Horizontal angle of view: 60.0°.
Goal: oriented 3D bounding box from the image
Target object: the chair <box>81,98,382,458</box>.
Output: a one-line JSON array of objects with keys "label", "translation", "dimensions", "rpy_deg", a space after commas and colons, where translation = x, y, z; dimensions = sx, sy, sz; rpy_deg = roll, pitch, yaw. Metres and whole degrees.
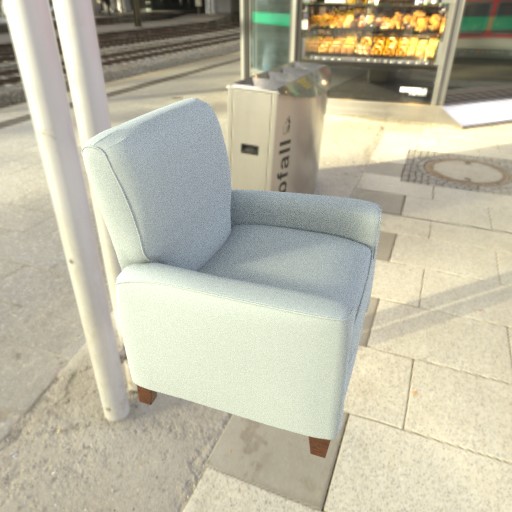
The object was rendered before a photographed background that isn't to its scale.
[{"label": "chair", "translation": [0.000, 0.000, 1.648], "dimensions": [0.846, 1.007, 0.853], "rpy_deg": [10, 32, 17]}]
